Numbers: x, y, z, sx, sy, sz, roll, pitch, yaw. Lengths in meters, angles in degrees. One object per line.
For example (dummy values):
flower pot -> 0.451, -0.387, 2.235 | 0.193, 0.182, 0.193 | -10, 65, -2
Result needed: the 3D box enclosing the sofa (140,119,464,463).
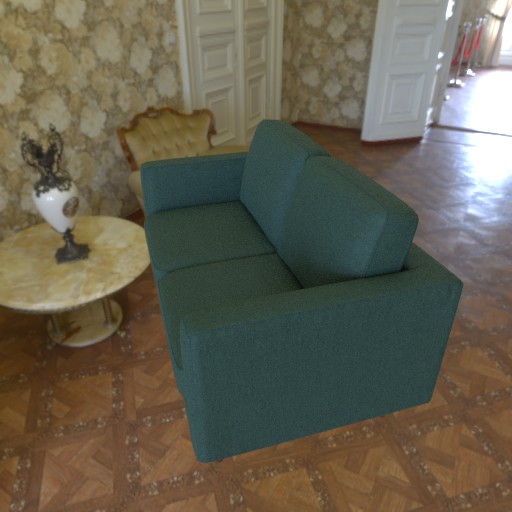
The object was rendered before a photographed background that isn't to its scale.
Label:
sofa -> 0.000, 0.000, 1.928 | 0.879, 0.899, 1.430 | -9, 32, -15
